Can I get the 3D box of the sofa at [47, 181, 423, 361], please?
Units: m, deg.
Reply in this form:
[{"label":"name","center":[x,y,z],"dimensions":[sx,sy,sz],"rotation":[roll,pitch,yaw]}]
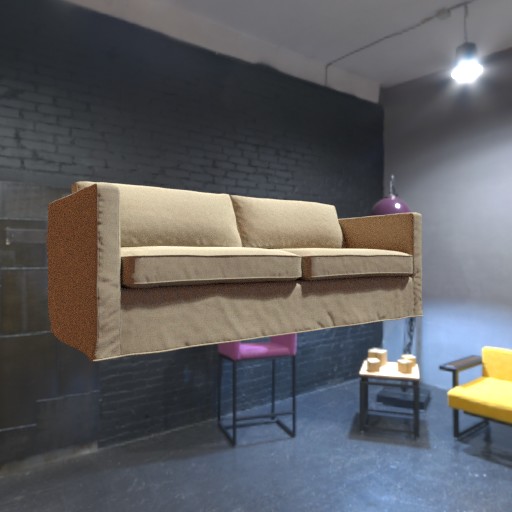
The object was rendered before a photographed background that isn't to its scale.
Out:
[{"label":"sofa","center":[0.000,0.000,2.830],"dimensions":[2.312,0.853,0.962],"rotation":[0,0,-36]}]
